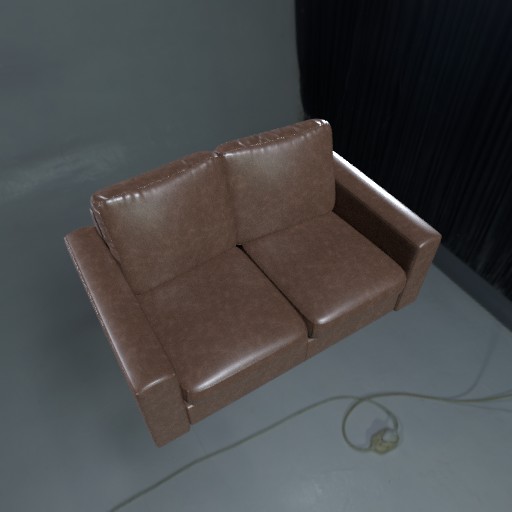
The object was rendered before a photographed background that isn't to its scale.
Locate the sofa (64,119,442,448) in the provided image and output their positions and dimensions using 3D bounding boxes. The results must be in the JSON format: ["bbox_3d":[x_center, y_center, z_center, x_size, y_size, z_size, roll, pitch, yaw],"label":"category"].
[{"bbox_3d":[0.000,0.000,2.263,1.616,0.873,1.016,-24,51,-21],"label":"sofa"}]
